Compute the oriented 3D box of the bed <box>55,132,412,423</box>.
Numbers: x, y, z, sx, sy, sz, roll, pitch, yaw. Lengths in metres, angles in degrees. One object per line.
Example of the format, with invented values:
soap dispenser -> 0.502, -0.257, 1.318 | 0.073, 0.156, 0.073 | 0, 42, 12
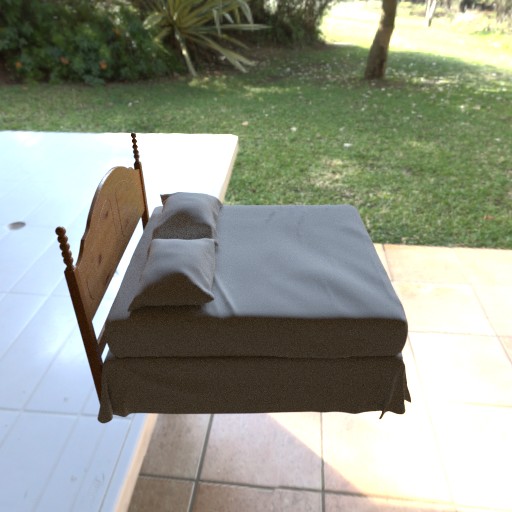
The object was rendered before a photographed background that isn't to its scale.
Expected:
bed -> 0.000, 0.000, 3.255 | 2.040, 1.356, 1.873 | 0, 32, 0
